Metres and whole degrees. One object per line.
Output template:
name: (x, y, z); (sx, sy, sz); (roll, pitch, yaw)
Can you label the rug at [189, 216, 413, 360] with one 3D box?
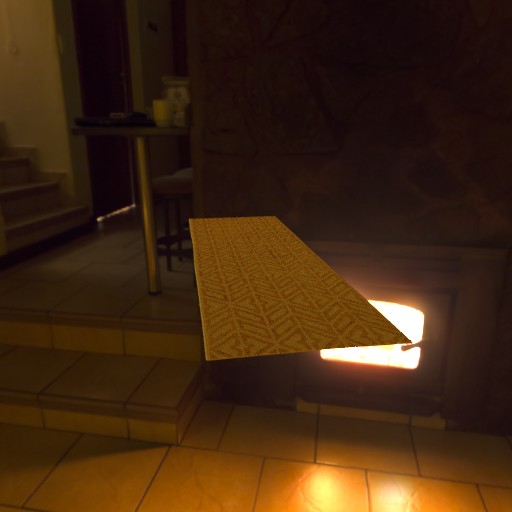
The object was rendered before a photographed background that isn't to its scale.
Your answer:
rug: (0.000, 0.000, 2.699); (0.750, 0.009, 2.435); (-3, 16, -9)
